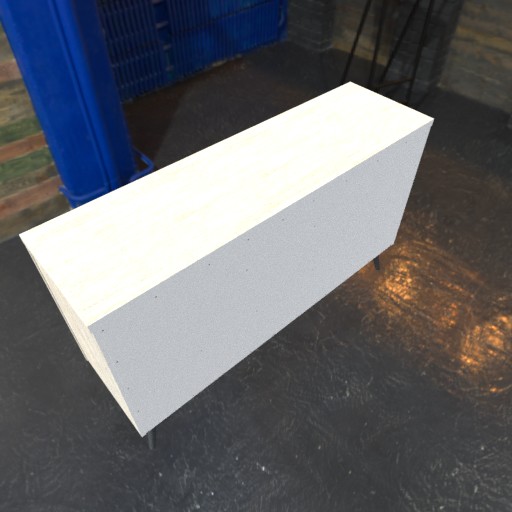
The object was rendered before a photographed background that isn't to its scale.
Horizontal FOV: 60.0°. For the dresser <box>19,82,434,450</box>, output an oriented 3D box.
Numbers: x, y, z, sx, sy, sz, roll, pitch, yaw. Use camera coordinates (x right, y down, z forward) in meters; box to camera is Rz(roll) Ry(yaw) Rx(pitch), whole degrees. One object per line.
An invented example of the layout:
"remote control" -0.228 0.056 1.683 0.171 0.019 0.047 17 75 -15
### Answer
"dresser" 0.000 0.000 1.899 1.524 0.914 0.457 -33 55 -27
